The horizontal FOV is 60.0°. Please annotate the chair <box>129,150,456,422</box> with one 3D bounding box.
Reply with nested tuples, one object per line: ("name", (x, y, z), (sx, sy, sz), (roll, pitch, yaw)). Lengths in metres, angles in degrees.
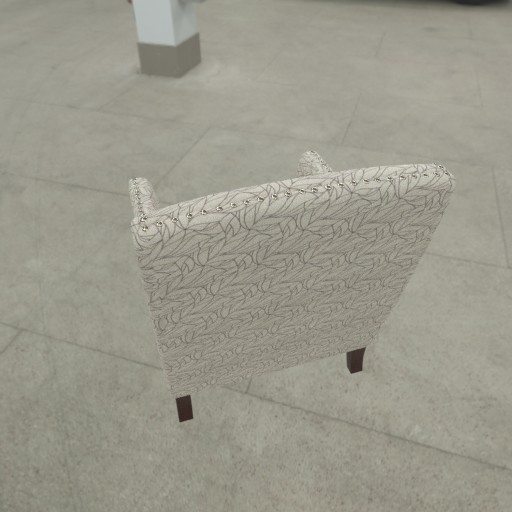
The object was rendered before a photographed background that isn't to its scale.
("chair", (0.000, 0.000, 1.261), (0.623, 0.816, 0.651), (-12, 42, -13))
